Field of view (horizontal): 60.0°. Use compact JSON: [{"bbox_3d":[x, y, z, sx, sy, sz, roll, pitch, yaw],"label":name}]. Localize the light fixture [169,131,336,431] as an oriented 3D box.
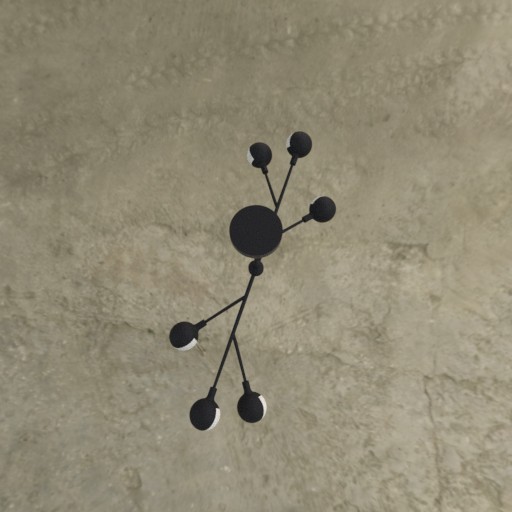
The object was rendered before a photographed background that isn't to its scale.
[{"bbox_3d":[0.000,0.000,1.009,0.434,0.362,0.778,34,77,9],"label":"light fixture"}]
